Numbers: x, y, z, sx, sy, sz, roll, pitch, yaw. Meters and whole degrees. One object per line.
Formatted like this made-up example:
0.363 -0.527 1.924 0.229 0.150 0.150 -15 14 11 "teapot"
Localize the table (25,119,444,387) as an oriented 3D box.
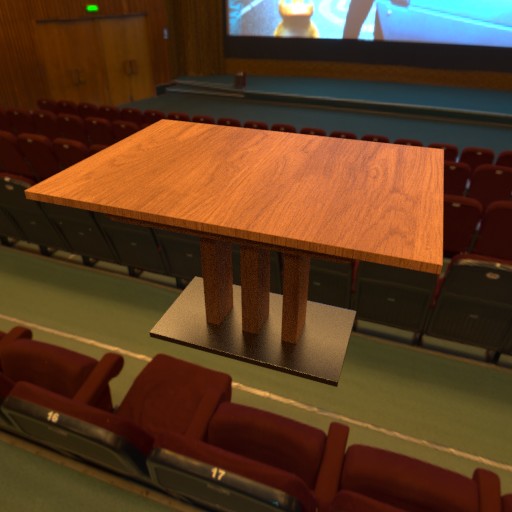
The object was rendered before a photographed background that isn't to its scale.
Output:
0.000 0.000 1.839 1.300 0.770 0.900 11 34 17 "table"
